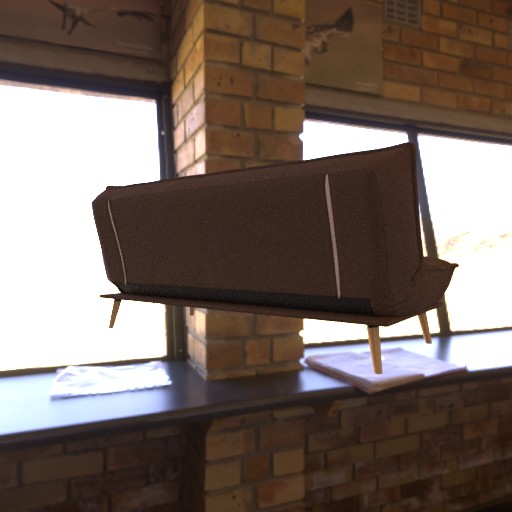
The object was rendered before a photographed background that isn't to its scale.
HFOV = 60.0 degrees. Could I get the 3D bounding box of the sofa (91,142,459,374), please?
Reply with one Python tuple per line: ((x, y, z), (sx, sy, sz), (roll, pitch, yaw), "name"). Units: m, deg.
((0.000, 0.000, 2.492), (1.940, 0.890, 0.950), (0, 1, 36), "sofa")
